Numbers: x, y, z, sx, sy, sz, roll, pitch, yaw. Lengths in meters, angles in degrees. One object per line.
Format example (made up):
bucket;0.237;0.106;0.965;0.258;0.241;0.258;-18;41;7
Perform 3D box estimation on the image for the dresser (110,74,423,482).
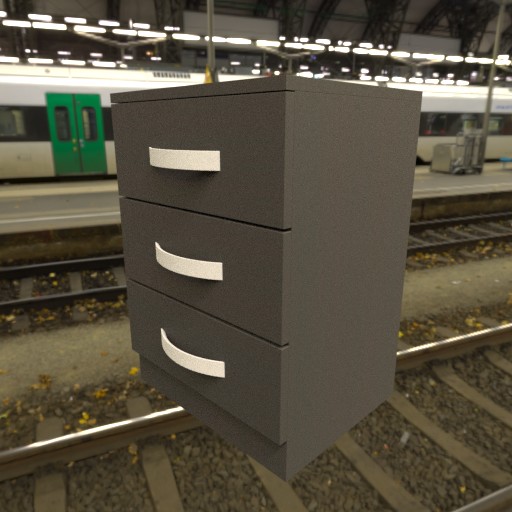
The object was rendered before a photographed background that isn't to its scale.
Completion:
dresser;0.000;0.000;0.805;0.400;0.560;0.360;16;22;43
